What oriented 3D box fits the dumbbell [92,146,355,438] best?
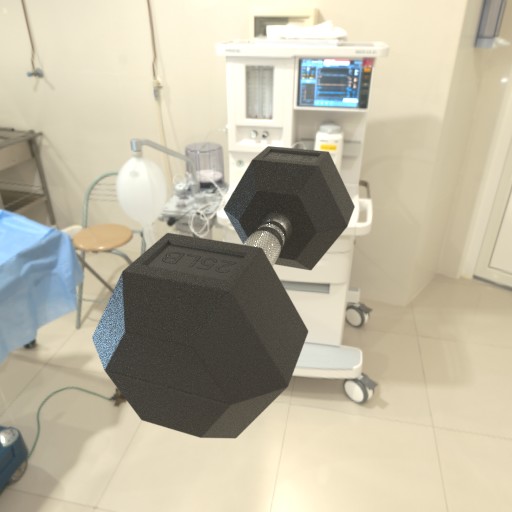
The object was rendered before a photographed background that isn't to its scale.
[{"bbox_3d":[0.000,0.000,0.376,0.129,0.113,0.315,9,31,16],"label":"dumbbell"}]
